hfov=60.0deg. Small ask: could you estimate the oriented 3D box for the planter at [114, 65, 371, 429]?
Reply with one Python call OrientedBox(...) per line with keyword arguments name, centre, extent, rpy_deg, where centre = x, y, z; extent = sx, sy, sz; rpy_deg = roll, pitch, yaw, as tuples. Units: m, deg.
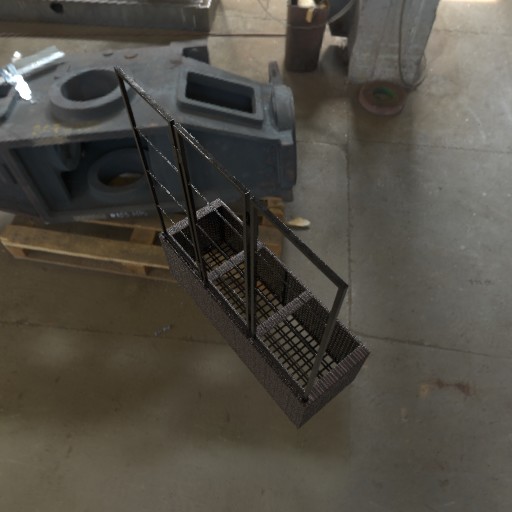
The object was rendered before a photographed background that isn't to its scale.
OrientedBox(name="planter", centre=(0.000, 0.000, 1.161), extent=(0.244, 0.841, 0.699), rpy_deg=(-34, 63, -20))
